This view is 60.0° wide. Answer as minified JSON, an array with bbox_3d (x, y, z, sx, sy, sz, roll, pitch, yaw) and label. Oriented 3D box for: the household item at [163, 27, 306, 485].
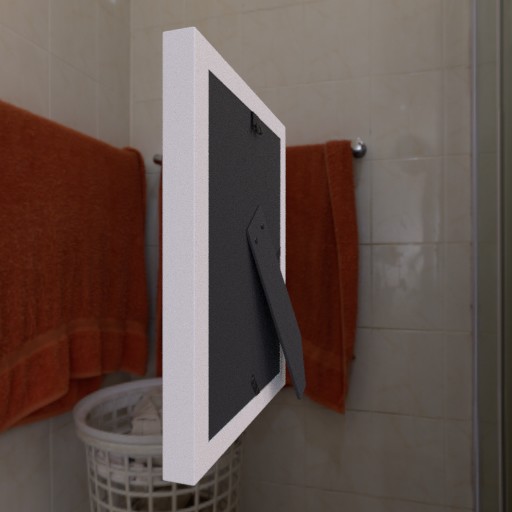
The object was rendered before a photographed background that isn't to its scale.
[{"bbox_3d":[0.000,0.000,0.335,0.045,0.250,0.200,0,0,18],"label":"household item"}]
